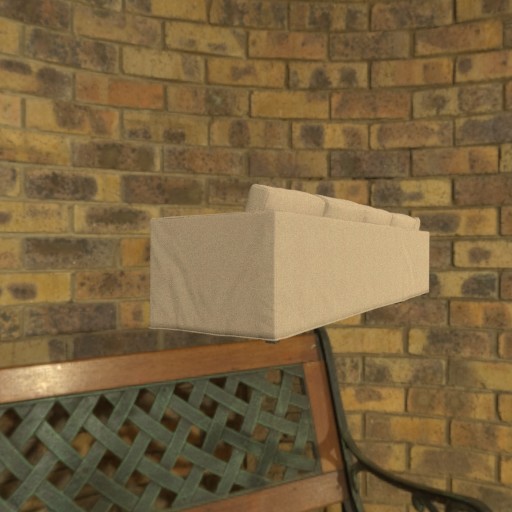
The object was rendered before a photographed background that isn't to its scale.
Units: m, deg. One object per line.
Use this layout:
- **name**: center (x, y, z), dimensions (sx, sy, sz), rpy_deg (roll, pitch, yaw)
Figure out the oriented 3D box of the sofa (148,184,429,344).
- **sofa**: center (0.000, 0.000, 4.204), dimensions (2.432, 0.871, 3.182), rpy_deg (1, 1, 35)
